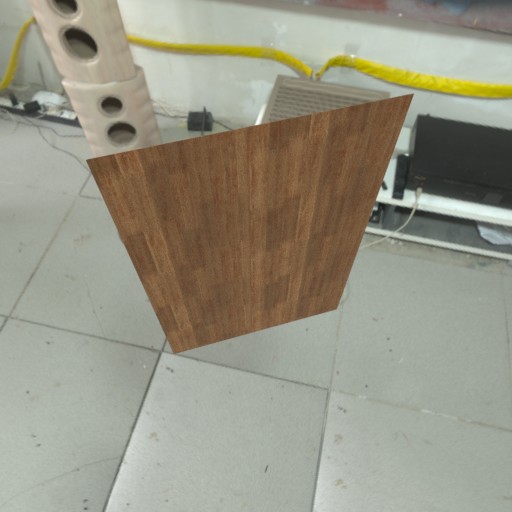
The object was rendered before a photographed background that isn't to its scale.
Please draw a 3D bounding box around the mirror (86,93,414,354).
[{"bbox_3d":[0.000,0.000,1.283,0.651,1.010,0.047,-14,59,-9],"label":"mirror"}]
